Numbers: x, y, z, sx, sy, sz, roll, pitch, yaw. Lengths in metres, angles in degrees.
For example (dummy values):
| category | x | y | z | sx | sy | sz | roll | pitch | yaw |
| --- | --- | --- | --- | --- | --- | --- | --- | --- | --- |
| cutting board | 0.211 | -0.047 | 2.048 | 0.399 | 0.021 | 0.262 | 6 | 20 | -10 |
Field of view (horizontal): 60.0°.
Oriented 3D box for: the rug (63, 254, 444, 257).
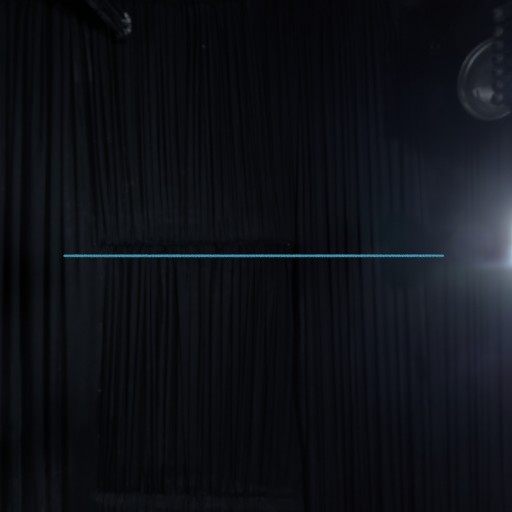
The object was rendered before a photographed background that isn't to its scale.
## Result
| category | x | y | z | sx | sy | sz | roll | pitch | yaw |
| --- | --- | --- | --- | --- | --- | --- | --- | --- | --- |
| rug | 0.000 | 0.000 | 4.109 | 2.226 | 0.015 | 3.044 | 0 | 0 | 1 |
